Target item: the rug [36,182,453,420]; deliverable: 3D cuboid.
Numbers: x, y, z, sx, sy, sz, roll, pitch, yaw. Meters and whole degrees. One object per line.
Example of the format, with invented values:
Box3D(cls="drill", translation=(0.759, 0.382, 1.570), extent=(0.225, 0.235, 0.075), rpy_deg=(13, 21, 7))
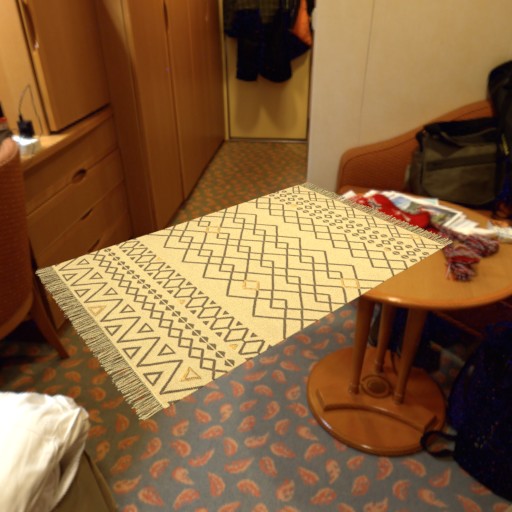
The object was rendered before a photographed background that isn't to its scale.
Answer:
Box3D(cls="rug", translation=(0.000, 0.000, 3.013), extent=(2.472, 0.035, 1.495), rpy_deg=(-23, 38, -33))
